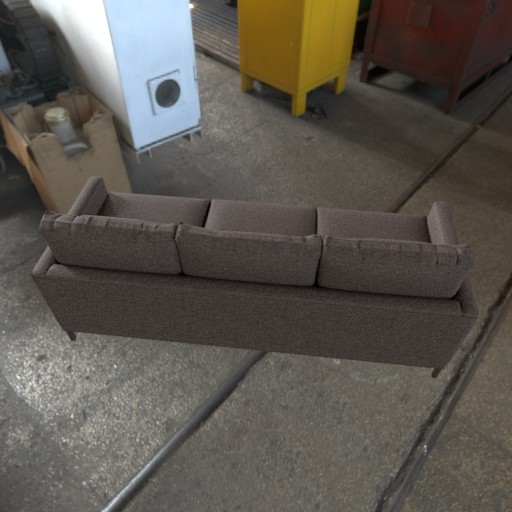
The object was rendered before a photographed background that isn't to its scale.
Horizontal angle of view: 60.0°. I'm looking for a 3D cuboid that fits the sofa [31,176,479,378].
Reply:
[{"bbox_3d":[0.000,0.000,2.593,2.253,0.882,0.876,5,47,5],"label":"sofa"}]
